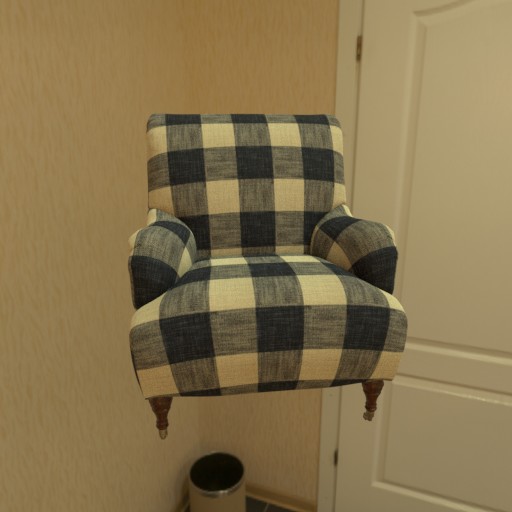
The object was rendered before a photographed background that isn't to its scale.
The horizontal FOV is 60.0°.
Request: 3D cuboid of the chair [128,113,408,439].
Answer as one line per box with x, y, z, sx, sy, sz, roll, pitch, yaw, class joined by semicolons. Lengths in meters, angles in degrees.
0.000;0.000;1.524;0.781;0.953;0.848;-2;16;-7;chair
